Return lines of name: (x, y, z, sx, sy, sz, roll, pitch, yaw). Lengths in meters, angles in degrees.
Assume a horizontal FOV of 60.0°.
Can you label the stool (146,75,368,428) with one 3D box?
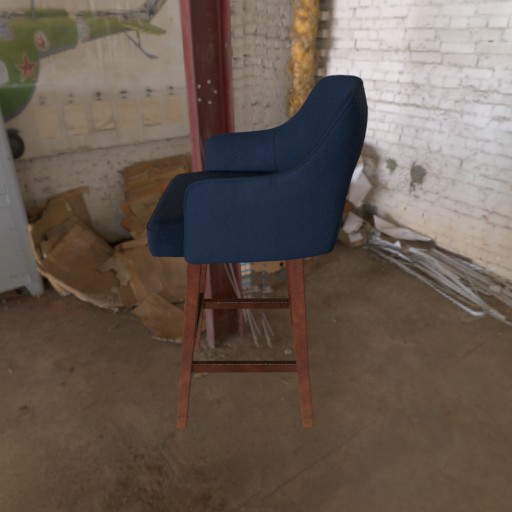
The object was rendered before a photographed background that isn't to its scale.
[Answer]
stool: (0.000, 0.000, 1.386, 0.560, 1.041, 0.550, 0, 27, 0)
